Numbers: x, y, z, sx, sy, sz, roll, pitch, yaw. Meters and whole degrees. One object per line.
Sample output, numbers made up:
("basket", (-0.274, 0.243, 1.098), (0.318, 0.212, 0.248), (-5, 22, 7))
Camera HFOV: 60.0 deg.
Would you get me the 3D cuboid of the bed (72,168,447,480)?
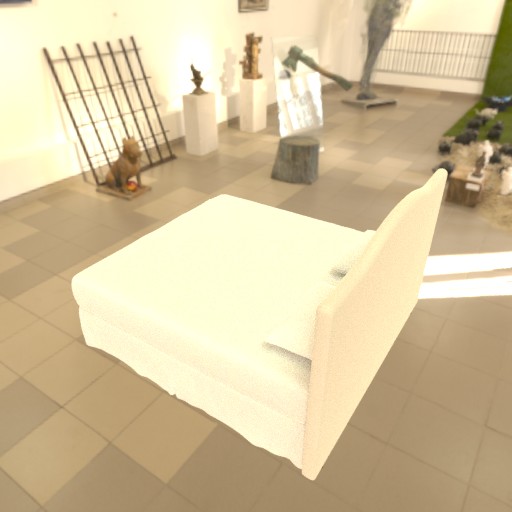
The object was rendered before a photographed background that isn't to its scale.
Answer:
("bed", (0.000, 0.000, 3.478), (2.182, 1.421, 2.083), (19, 36, 28))
